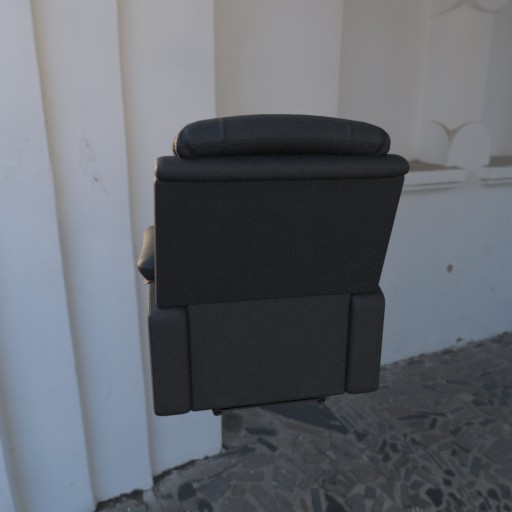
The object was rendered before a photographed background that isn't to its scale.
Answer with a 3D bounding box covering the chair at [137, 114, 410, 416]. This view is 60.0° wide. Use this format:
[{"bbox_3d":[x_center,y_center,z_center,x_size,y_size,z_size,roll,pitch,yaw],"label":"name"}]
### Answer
[{"bbox_3d":[0.000,0.000,1.674,0.855,0.992,0.919,-3,16,-11],"label":"chair"}]
